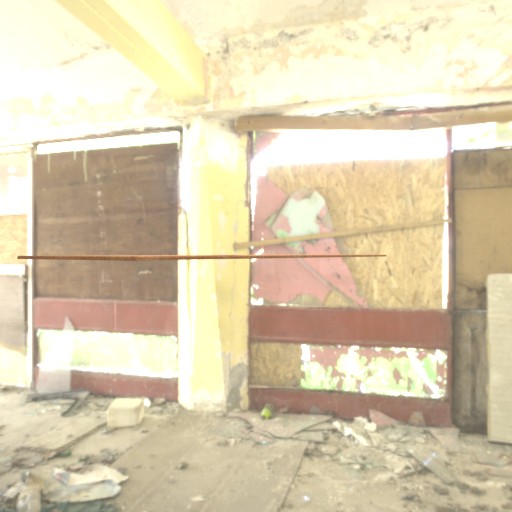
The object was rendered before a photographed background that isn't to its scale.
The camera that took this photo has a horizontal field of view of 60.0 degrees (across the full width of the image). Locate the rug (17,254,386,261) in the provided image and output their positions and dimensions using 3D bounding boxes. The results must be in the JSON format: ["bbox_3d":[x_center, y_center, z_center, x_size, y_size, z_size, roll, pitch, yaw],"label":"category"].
[{"bbox_3d":[0.000,0.000,2.651,0.764,0.017,2.439,0,0,35],"label":"rug"}]
